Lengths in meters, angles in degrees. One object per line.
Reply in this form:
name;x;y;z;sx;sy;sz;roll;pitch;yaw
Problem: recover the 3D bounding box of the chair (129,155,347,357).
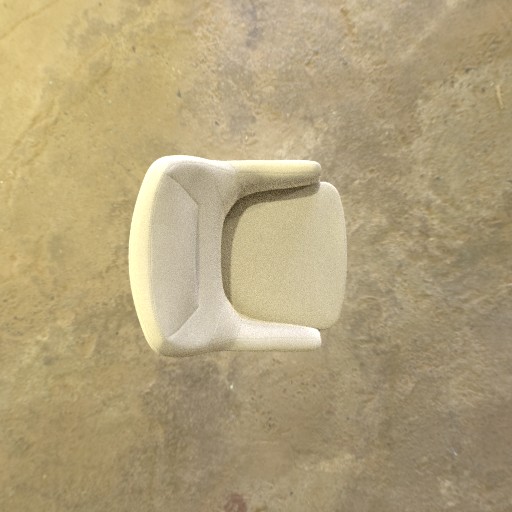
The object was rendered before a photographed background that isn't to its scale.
chair;0.000;0.000;1.465;0.640;1.049;0.620;0;90;0
